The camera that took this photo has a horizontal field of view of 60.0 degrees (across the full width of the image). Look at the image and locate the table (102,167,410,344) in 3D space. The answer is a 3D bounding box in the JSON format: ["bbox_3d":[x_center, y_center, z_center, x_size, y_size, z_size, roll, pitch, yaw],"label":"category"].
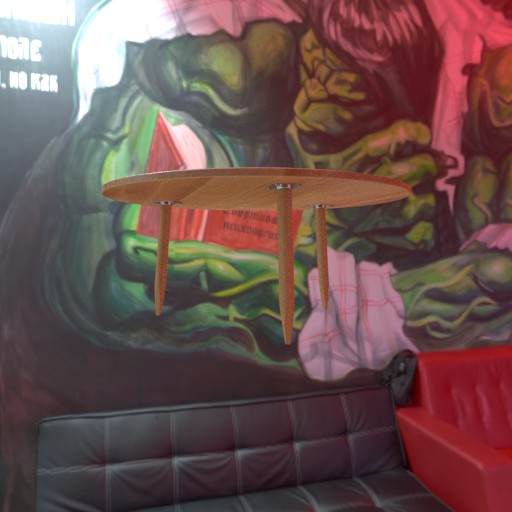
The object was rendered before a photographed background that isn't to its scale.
[{"bbox_3d":[0.000,0.000,1.375,0.900,0.400,0.900,0,1,0],"label":"table"}]
